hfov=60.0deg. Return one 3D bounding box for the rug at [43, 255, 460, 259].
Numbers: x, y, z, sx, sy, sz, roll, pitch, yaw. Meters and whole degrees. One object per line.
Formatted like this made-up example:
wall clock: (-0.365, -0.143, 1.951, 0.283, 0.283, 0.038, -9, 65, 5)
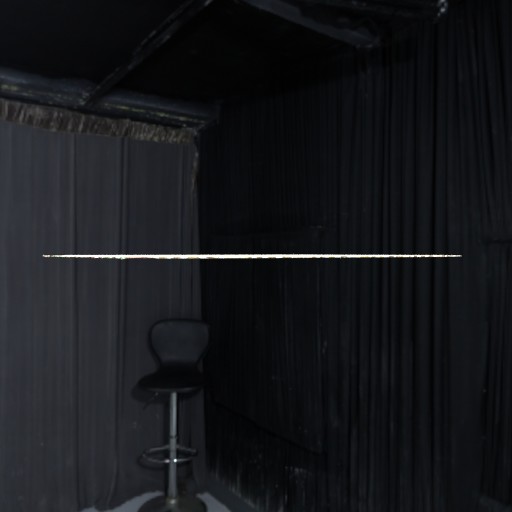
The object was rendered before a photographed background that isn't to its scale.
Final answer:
rug: (0.000, 0.000, 2.304, 1.829, 0.008, 1.219, 0, 0, -36)
